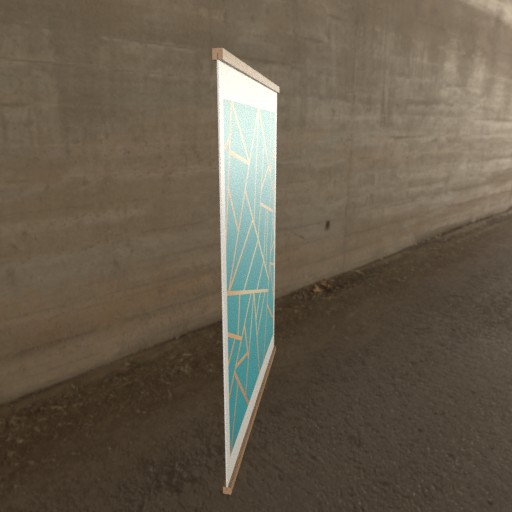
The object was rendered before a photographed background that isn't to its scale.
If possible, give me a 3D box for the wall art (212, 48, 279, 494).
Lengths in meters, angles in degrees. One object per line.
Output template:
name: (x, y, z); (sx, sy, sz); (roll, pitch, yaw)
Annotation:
wall art: (0.000, 0.000, 0.793); (0.012, 0.608, 0.459); (3, 16, 10)
